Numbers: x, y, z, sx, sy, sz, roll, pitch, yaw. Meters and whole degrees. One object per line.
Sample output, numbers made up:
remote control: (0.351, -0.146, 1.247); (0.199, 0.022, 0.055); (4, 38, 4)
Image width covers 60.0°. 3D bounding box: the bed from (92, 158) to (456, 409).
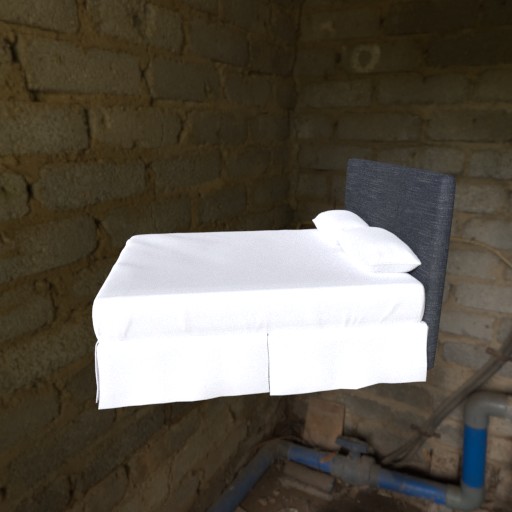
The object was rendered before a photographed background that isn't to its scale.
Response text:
bed: (0.000, 0.000, 3.318); (2.142, 1.330, 1.723); (-2, 16, -7)
